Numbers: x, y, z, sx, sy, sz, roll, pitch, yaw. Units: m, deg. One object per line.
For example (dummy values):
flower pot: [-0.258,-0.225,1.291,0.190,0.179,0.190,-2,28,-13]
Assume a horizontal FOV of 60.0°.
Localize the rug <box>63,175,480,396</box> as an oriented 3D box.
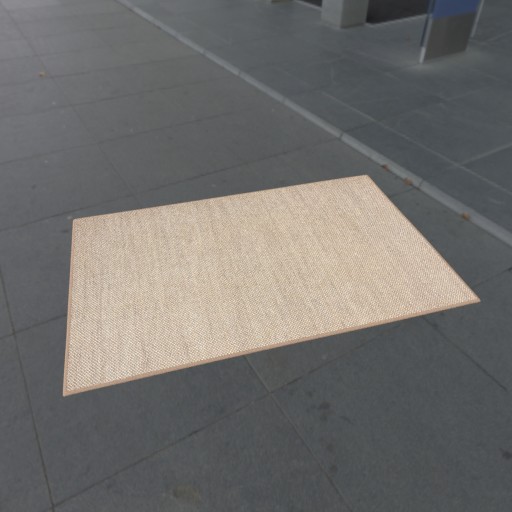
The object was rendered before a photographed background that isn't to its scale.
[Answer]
rug: [0.000,0.000,2.072,1.668,0.012,1.061,-10,42,-12]
